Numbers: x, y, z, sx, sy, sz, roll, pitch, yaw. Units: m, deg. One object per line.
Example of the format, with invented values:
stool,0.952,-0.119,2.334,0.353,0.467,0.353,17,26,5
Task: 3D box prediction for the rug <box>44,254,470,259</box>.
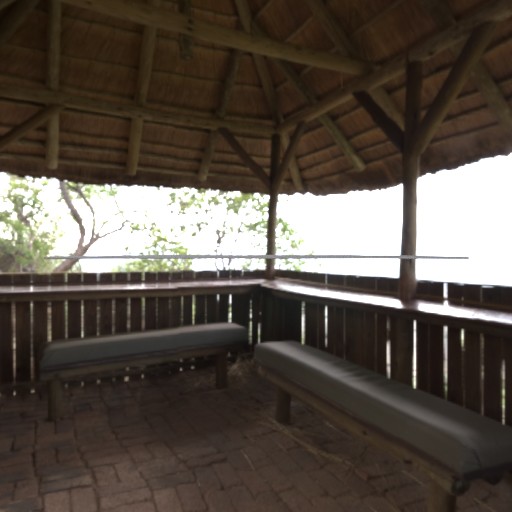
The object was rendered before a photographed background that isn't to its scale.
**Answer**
rug,0.000,0.000,4.025,2.410,0.021,3.055,0,0,0
